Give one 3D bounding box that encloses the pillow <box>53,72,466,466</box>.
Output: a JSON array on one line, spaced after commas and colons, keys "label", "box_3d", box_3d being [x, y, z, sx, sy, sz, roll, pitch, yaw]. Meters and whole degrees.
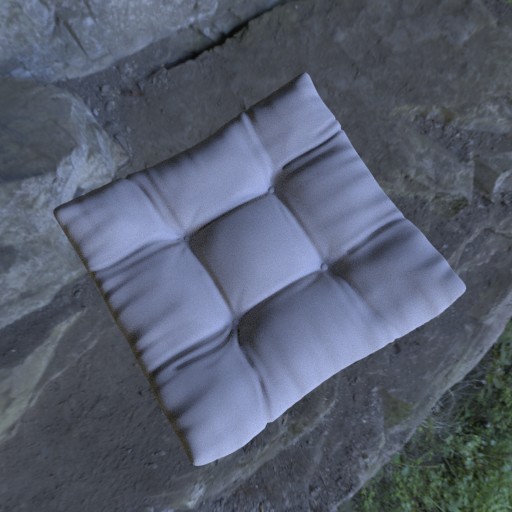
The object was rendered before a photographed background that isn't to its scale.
[{"label": "pillow", "box_3d": [0.000, 0.000, 0.723, 0.490, 0.128, 0.468, -31, 77, -8]}]
